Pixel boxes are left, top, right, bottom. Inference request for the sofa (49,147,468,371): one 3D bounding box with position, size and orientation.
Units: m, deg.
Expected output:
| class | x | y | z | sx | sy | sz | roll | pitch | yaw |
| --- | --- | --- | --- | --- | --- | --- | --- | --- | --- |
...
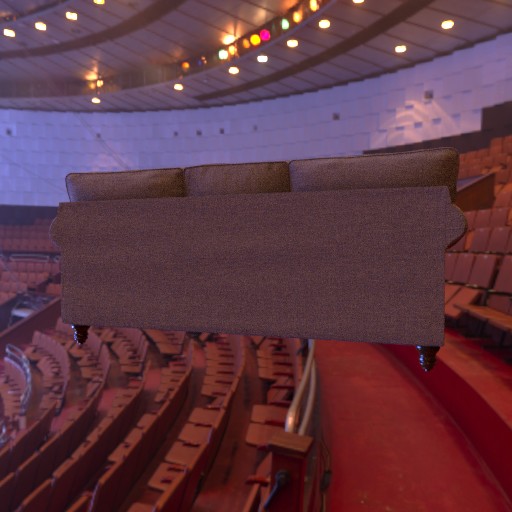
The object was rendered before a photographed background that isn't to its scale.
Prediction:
| class | x | y | z | sx | sy | sz | roll | pitch | yaw |
| --- | --- | --- | --- | --- | --- | --- | --- | --- | --- |
| sofa | 0.000 | 0.000 | 2.502 | 2.084 | 0.961 | 0.916 | 0 | 0 | 18 |
